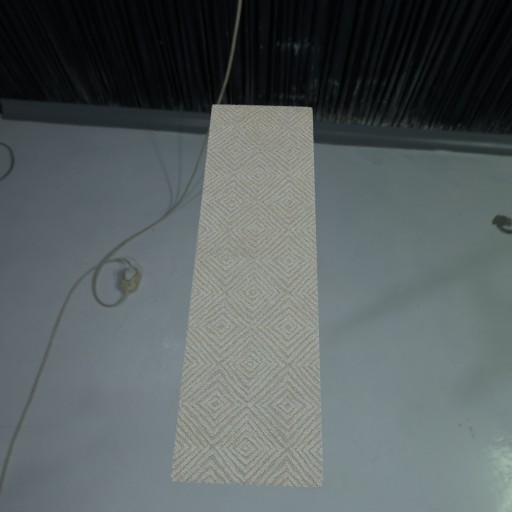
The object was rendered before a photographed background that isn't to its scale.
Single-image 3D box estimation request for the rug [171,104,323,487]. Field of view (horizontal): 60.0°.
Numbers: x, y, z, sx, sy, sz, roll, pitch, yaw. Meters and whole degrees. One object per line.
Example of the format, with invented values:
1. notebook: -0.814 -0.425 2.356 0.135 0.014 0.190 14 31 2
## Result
1. rug: 0.000 0.000 2.482 0.676 0.008 2.277 2 63 1
